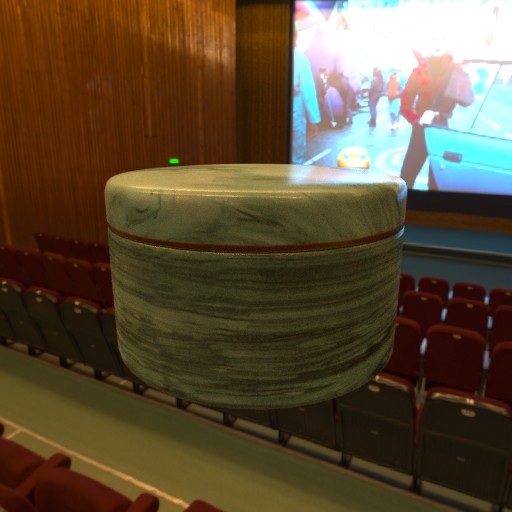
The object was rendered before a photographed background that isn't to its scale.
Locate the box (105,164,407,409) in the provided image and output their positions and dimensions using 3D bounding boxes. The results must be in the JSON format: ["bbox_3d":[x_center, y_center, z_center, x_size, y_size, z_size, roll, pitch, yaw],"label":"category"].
[{"bbox_3d":[0.000,0.000,0.163,0.101,0.063,0.101,0,15,0],"label":"box"}]
